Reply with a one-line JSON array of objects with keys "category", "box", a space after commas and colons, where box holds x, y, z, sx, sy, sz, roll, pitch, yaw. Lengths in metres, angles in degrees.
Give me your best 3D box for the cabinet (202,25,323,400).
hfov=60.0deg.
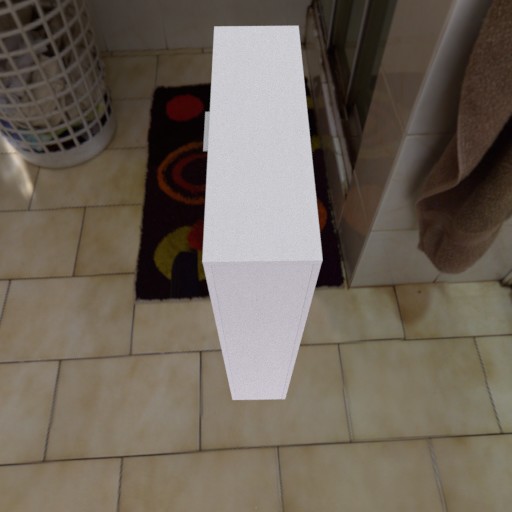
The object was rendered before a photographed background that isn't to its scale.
[{"category": "cabinet", "box": [0.000, 0.000, 1.609, 0.250, 1.280, 0.750, -1, 60, 0]}]
